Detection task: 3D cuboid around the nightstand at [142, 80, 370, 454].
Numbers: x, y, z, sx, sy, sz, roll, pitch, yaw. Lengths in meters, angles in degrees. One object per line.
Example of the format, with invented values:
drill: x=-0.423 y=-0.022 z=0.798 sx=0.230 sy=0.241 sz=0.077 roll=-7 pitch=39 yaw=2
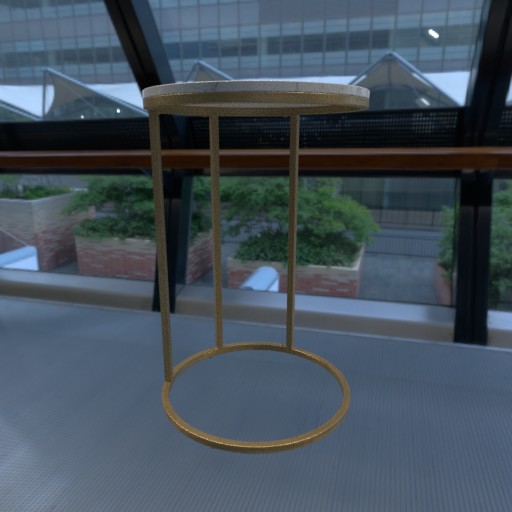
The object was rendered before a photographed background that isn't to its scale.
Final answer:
nightstand: x=0.000 y=0.000 z=0.883 sx=0.400 sy=0.610 sz=0.400 roll=-8 pitch=17 yaw=-28
